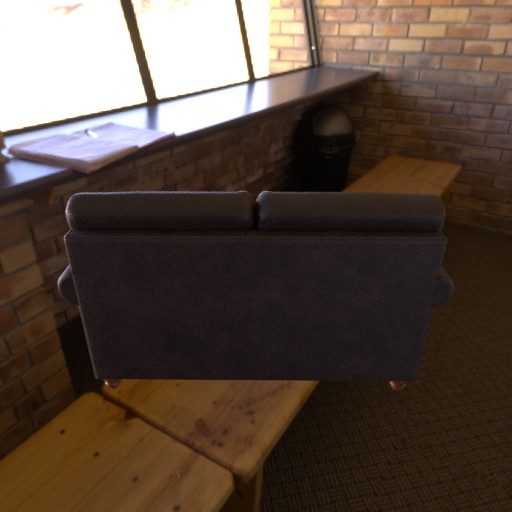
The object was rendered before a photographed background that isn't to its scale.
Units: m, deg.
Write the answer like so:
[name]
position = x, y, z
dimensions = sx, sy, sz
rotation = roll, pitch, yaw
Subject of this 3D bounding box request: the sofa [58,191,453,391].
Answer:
[sofa]
position = 0.000, 0.000, 2.344
dimensions = 1.663, 0.979, 1.030
rotation = 0, 29, 1
